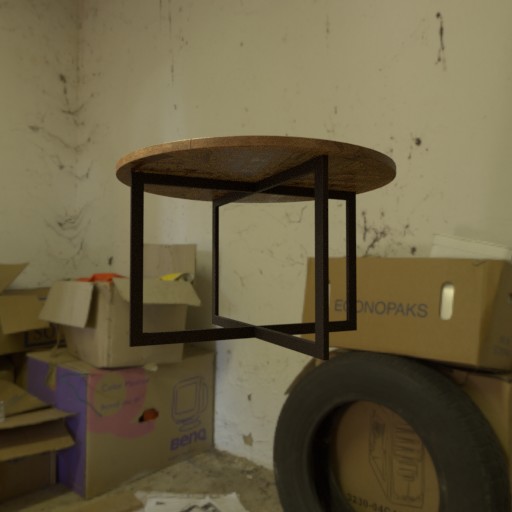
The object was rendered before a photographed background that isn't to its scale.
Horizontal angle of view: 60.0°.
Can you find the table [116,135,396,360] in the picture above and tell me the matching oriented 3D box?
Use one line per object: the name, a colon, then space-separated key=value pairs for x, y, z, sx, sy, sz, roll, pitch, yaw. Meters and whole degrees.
table: x=0.000 y=0.000 z=2.083 sx=1.264 sy=0.762 sz=1.264 roll=0 pitch=-2 yaw=0
